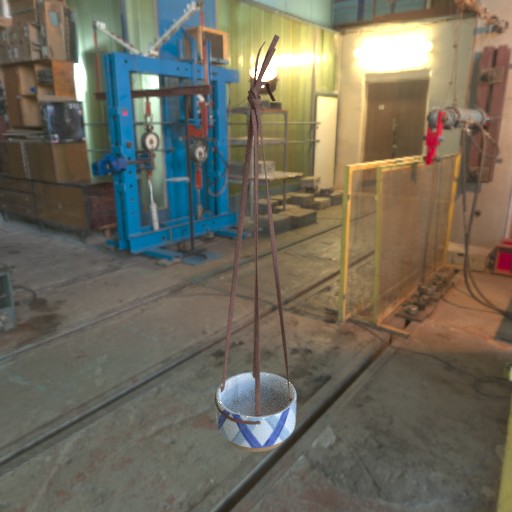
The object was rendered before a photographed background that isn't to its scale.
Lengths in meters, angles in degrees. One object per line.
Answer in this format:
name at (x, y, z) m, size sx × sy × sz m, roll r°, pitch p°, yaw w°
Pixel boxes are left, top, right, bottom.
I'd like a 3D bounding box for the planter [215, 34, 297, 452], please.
planter at (0.000, 0.000, 0.812) m, size 0.166 × 0.751 × 0.166 m, roll -2°, pitch 17°, yaw -8°
